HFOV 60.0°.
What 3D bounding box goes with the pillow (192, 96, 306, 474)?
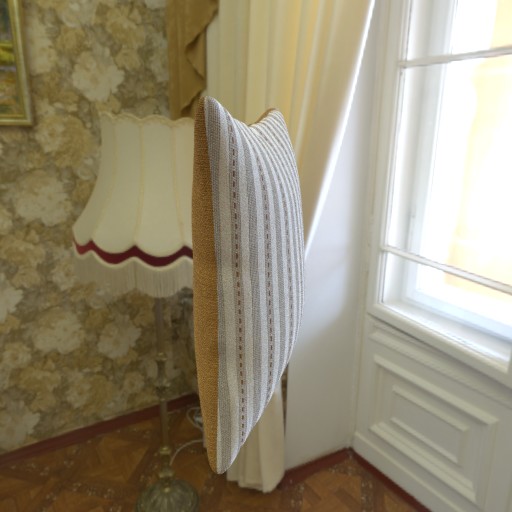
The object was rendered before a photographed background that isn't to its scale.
[{"bbox_3d":[0.000,0.000,0.666,0.147,0.437,0.432,3,17,10],"label":"pillow"}]
